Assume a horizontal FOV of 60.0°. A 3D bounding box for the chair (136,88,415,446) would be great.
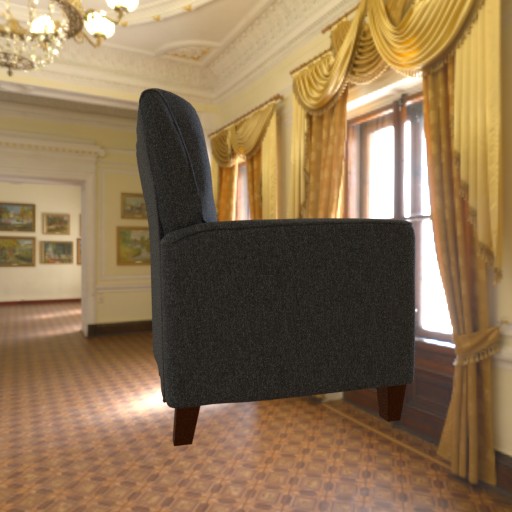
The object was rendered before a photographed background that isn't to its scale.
[{"bbox_3d":[0.000,0.000,1.631,0.850,1.016,0.839,0,1,-16],"label":"chair"}]
